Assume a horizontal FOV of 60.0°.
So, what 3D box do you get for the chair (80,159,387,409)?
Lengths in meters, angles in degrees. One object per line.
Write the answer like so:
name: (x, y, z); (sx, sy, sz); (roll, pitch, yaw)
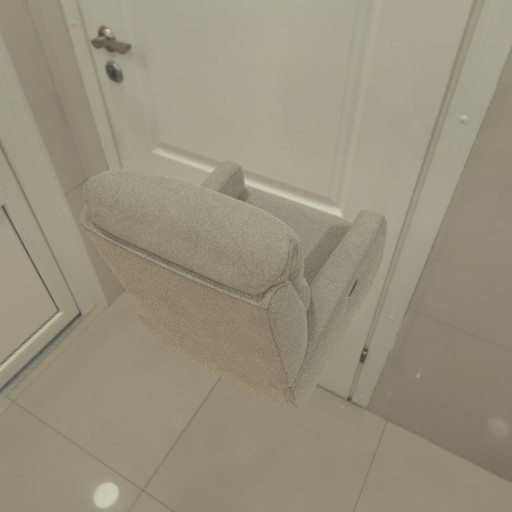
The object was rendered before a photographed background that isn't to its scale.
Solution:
chair: (0.000, 0.000, 1.663); (0.794, 1.021, 0.940); (22, 50, 20)
